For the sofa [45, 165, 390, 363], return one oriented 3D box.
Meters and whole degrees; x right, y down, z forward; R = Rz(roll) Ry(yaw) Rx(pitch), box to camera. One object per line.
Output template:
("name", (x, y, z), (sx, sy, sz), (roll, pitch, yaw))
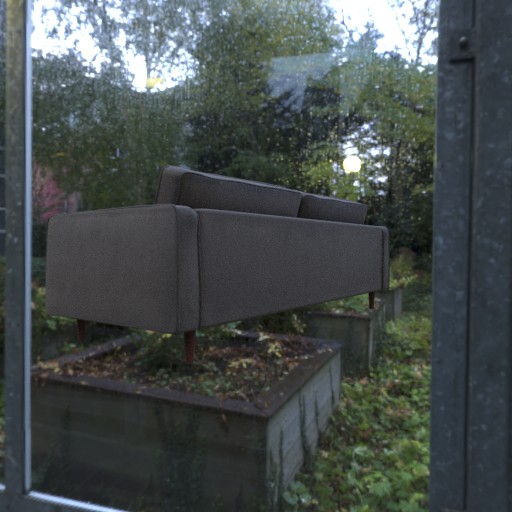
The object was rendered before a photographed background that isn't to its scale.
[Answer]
("sofa", (0.000, 0.000, 2.776), (0.923, 0.813, 2.295), (1, 1, 36))
